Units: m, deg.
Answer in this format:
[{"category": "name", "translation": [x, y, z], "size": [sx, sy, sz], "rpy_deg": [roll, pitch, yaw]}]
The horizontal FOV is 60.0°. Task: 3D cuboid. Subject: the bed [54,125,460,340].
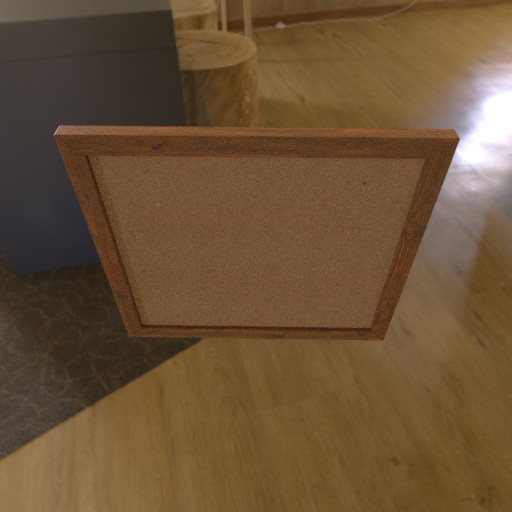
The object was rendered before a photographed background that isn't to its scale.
[{"category": "bed", "translation": [0.000, 0.000, 1.497], "size": [1.046, 0.942, 0.046], "rpy_deg": [1, 47, 1]}]
